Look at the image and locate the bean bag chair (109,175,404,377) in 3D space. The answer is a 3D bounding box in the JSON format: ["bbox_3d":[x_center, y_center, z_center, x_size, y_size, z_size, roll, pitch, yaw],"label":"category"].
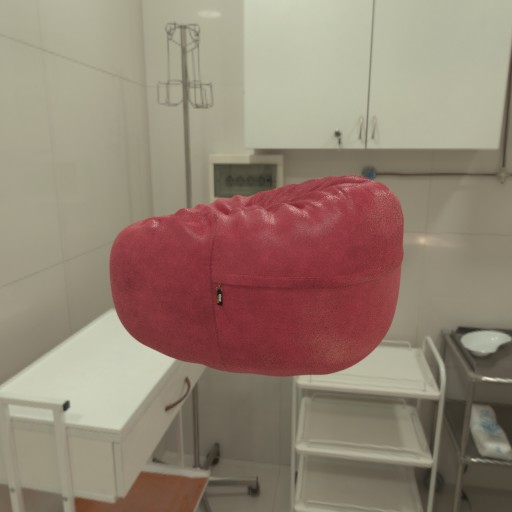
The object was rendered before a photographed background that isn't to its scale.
[{"bbox_3d":[0.000,0.000,2.430,1.524,0.878,1.524,2,13,9],"label":"bean bag chair"}]
